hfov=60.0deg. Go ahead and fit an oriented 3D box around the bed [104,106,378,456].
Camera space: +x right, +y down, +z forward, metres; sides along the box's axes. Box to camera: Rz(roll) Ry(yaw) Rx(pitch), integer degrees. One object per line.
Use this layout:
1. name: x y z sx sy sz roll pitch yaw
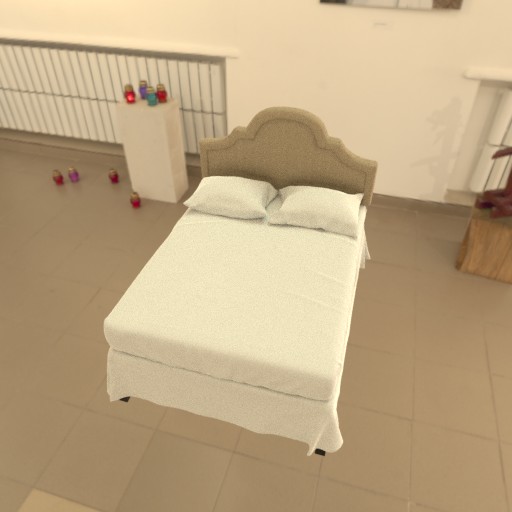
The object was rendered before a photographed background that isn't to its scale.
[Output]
1. bed: 0.000 0.000 3.422 1.780 1.634 2.222 10 41 12
